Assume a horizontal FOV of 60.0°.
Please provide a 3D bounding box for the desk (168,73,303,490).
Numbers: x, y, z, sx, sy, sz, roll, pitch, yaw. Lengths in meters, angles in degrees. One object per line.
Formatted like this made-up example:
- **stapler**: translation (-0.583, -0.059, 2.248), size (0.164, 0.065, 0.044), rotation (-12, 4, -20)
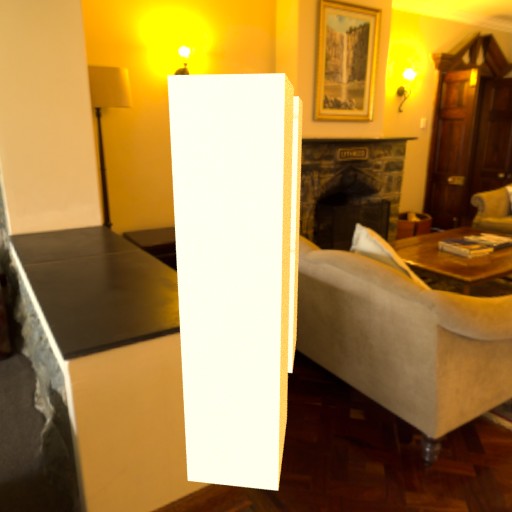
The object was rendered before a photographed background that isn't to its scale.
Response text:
- **desk**: translation (0.000, 0.000, 2.890), size (0.480, 2.000, 1.770), rotation (2, 16, 8)
